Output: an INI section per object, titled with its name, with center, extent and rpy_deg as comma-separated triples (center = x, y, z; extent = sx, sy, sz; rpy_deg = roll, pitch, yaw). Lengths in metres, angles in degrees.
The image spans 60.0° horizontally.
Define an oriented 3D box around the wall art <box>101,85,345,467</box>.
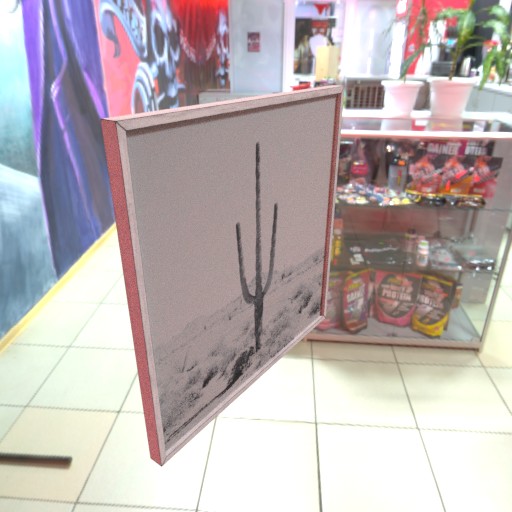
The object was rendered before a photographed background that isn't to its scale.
[wall art]
center = 0.000, 0.000, 1.127
extent = 0.038, 0.762, 0.762
rpy_deg = 18, 31, 33
